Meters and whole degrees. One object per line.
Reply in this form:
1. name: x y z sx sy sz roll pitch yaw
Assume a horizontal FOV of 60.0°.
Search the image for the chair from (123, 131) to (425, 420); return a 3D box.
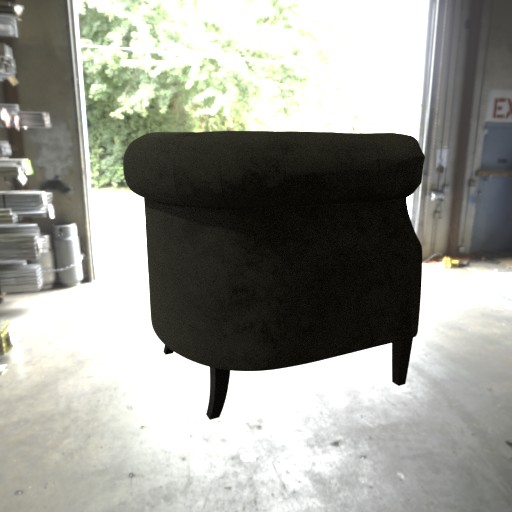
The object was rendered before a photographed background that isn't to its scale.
1. chair: 0.000 0.000 1.558 0.851 0.826 0.904 -7 15 -26
